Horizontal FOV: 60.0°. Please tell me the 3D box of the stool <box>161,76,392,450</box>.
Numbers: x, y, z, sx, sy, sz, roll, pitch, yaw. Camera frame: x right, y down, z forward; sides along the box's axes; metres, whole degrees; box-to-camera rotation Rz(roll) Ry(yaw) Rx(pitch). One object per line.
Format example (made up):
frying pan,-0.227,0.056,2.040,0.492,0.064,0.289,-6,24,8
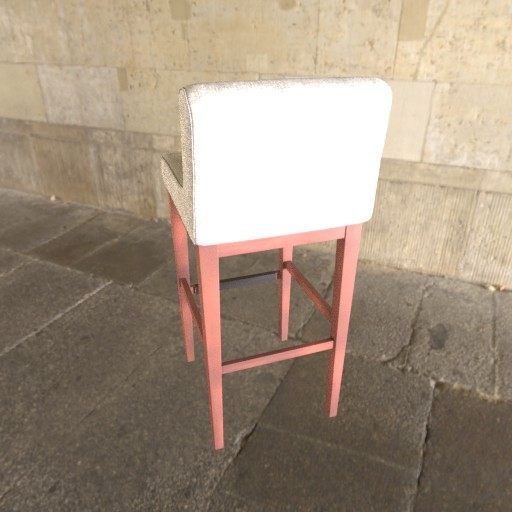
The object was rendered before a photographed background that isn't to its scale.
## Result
stool,0.000,0.000,1.244,0.426,0.965,0.499,-9,29,-17
